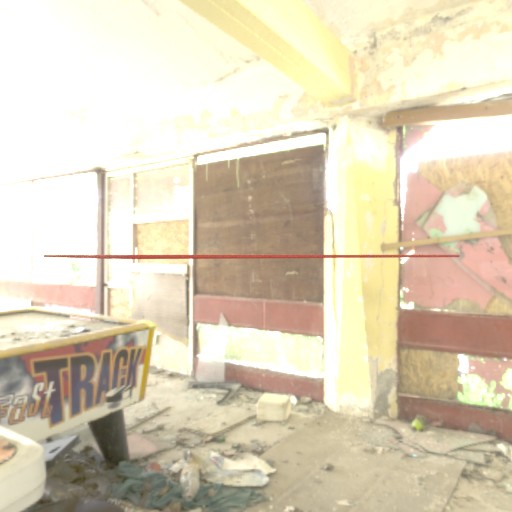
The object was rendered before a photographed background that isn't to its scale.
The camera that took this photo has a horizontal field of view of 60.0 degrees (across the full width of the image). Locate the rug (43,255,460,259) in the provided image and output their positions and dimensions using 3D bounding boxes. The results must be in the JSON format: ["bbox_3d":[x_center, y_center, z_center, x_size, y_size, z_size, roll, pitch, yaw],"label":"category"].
[{"bbox_3d":[0.000,0.000,2.299,1.802,0.013,1.194,0,0,-36],"label":"rug"}]
